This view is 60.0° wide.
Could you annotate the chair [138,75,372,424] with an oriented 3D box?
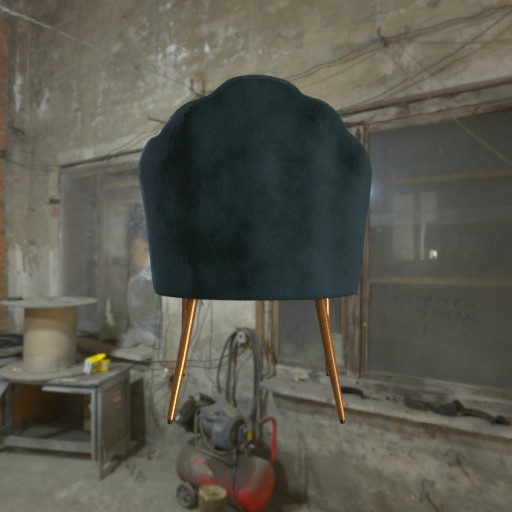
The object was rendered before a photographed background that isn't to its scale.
[{"bbox_3d":[0.000,0.000,1.291,0.657,0.819,0.599,0,-1,0],"label":"chair"}]
